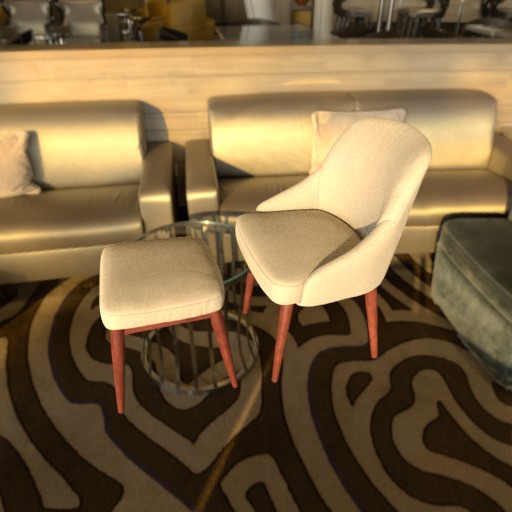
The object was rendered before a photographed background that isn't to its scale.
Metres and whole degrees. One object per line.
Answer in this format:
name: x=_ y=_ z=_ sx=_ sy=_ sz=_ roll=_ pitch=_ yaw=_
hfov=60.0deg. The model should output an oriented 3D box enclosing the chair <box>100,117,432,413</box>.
chair: x=0.000 y=0.000 z=1.616 sx=1.114 sy=0.866 sz=0.584 roll=-9 pitch=32 yaw=-14
